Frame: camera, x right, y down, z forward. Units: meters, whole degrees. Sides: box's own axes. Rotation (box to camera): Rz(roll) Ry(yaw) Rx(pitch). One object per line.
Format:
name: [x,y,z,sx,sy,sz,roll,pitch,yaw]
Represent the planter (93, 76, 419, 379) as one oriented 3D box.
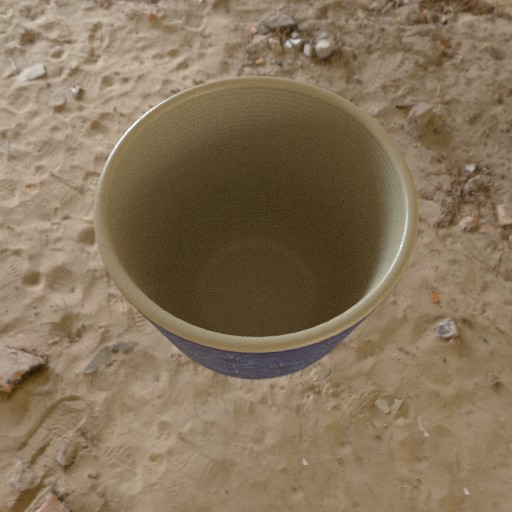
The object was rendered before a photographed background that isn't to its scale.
planter: [0.000,0.000,0.368,0.206,0.190,0.206,0,64,0]
